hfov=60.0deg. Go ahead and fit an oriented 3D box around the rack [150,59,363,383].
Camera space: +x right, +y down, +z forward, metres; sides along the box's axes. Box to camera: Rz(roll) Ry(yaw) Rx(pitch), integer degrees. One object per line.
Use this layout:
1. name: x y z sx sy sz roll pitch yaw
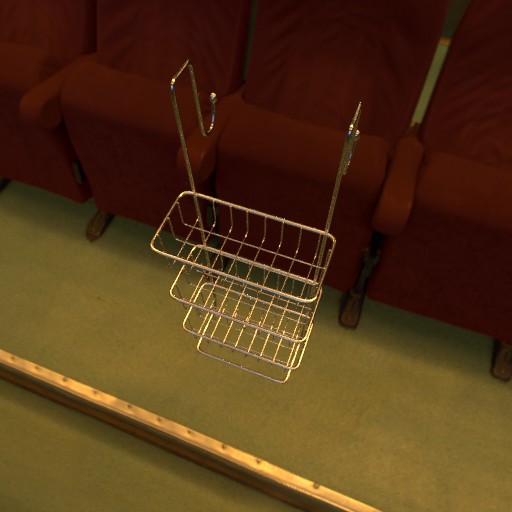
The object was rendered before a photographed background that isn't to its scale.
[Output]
1. rack: 0.000 0.000 0.687 0.228 0.574 0.202 18 60 11
